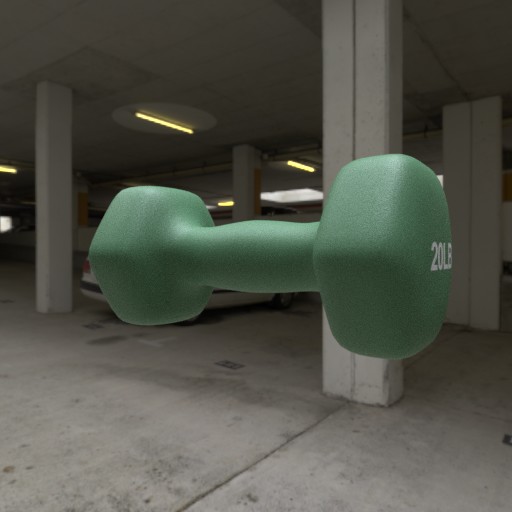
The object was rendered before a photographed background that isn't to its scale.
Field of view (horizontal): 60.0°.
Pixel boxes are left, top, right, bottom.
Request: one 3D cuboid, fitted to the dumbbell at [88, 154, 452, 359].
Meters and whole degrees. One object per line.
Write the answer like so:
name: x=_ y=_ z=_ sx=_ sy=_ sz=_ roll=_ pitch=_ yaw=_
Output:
dumbbell: x=0.000 y=0.000 z=0.321 sx=0.257 sy=0.114 sz=0.126 roll=0 pitch=1 yaw=36
